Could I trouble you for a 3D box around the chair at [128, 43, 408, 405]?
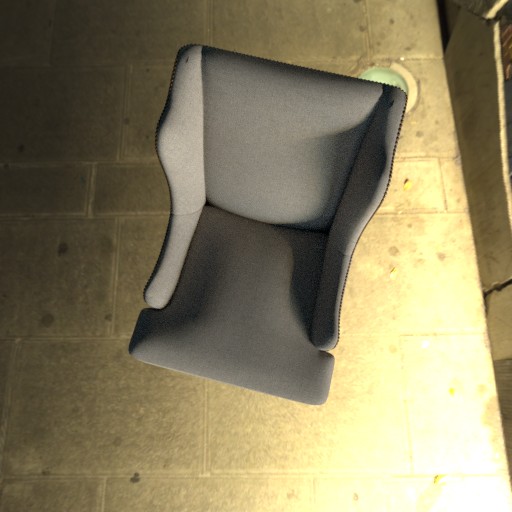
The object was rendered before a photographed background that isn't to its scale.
[{"bbox_3d":[0.000,0.000,1.644,0.737,1.029,0.940,14,76,4],"label":"chair"}]
